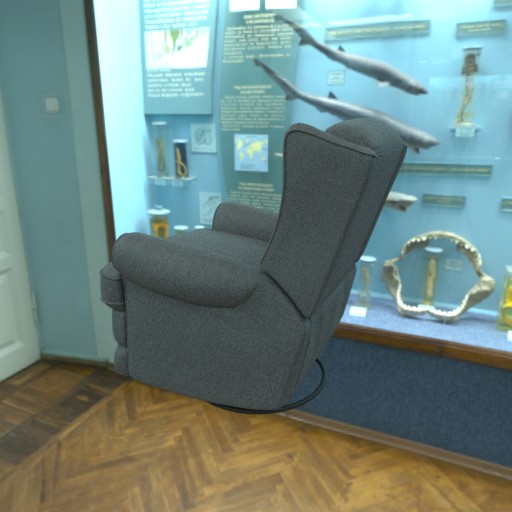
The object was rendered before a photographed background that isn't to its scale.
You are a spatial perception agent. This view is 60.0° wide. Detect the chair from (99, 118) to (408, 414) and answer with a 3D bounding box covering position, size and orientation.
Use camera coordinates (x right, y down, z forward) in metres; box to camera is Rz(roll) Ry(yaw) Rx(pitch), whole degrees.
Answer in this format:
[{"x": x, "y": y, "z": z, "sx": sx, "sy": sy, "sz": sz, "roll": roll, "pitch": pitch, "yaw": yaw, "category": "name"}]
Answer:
[{"x": 0.000, "y": 0.000, "z": 1.708, "sx": 0.969, "sy": 1.011, "sz": 0.847, "roll": 8, "pitch": 18, "yaw": 24, "category": "chair"}]
